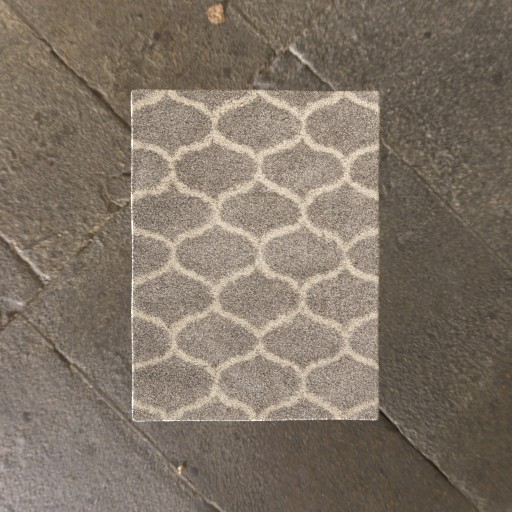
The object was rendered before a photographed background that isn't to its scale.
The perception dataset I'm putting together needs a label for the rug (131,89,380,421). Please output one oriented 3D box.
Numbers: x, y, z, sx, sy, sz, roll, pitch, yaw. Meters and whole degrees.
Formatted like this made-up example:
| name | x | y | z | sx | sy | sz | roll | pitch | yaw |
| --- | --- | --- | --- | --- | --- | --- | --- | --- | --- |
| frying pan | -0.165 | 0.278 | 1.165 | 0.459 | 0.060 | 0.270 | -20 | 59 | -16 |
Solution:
| name | x | y | z | sx | sy | sz | roll | pitch | yaw |
| --- | --- | --- | --- | --- | --- | --- | --- | --- | --- |
| rug | 0.000 | 0.000 | 2.149 | 1.200 | 0.025 | 1.600 | 0 | 91 | -1 |
